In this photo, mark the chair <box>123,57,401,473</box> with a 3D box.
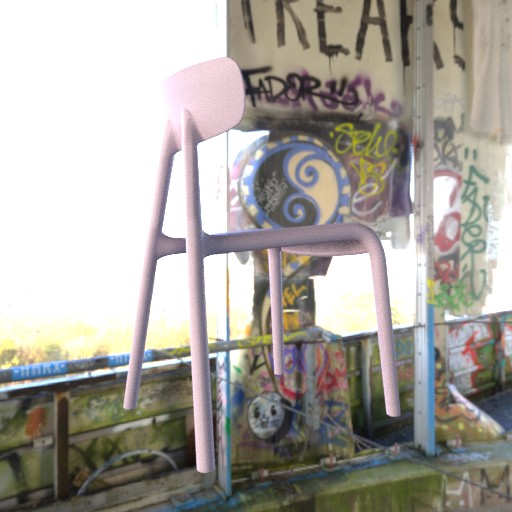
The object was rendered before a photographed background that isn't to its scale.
[{"bbox_3d":[0.000,0.000,0.829,0.401,0.580,0.356,0,1,-35],"label":"chair"}]
